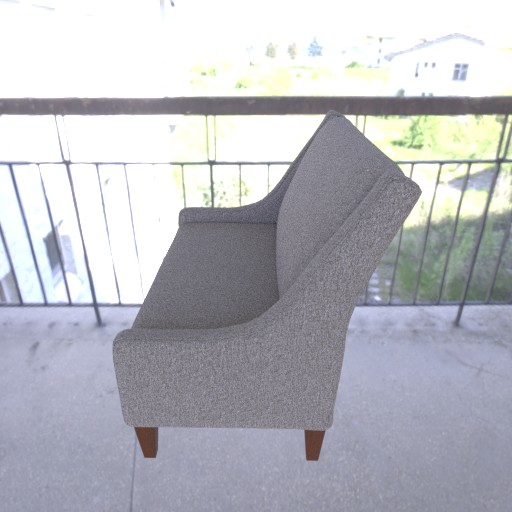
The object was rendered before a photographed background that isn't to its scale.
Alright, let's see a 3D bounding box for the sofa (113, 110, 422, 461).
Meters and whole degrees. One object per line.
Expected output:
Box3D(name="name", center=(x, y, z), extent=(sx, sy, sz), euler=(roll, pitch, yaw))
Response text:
Box3D(name="sofa", center=(0.000, 0.000, 1.859), extent=(0.862, 1.026, 1.242), euler=(1, 26, 1))
